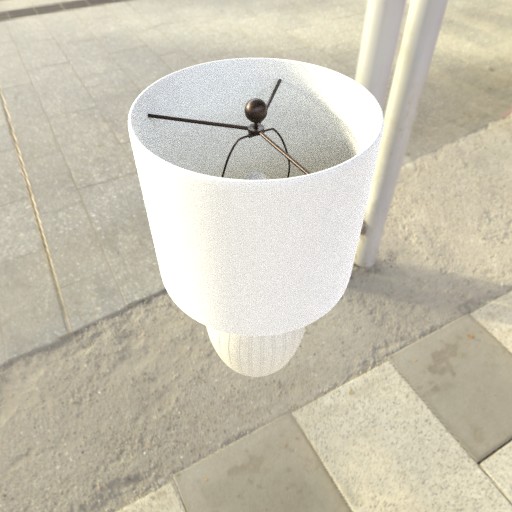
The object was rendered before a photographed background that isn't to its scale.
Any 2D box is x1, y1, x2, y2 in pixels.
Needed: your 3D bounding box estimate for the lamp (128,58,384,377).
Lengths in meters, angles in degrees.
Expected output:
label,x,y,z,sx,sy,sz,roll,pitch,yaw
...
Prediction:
label,x,y,z,sx,sy,sz,roll,pitch,yaw
lamp,0.000,0.000,0.769,0.328,0.570,0.328,0,45,0
